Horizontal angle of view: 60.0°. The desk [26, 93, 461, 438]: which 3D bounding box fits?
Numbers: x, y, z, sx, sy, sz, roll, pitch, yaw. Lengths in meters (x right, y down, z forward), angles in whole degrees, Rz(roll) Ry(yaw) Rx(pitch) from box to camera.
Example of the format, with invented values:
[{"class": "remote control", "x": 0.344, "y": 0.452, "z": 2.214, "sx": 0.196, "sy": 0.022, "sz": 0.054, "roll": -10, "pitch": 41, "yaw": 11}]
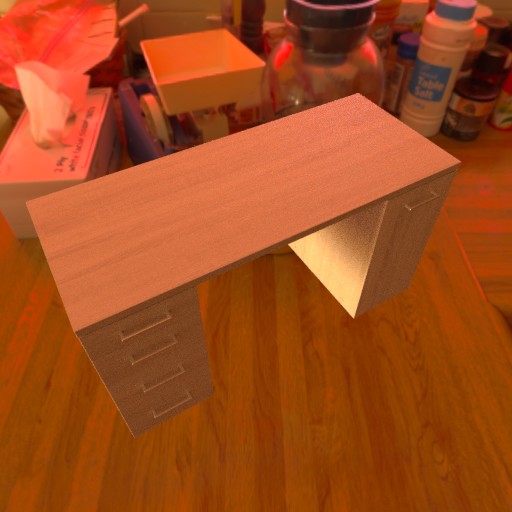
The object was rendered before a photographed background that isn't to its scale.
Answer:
[{"class": "desk", "x": 0.000, "y": 0.000, "z": 1.779, "sx": 1.390, "sy": 0.740, "sz": 0.600, "roll": -24, "pitch": 52, "yaw": -20}]
